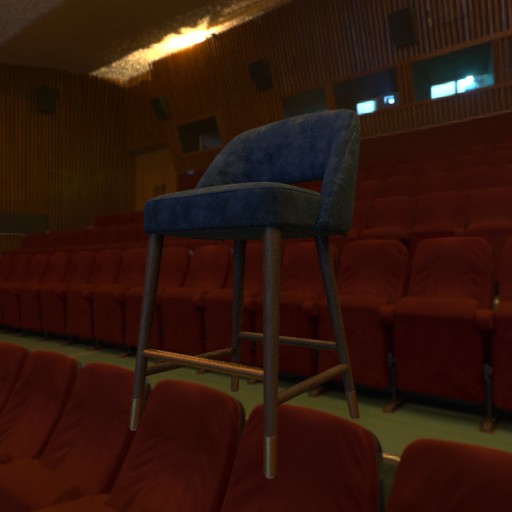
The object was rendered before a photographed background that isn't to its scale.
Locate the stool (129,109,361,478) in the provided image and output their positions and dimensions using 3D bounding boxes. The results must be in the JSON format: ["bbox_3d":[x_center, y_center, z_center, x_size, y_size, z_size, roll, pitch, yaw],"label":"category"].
[{"bbox_3d":[0.000,0.000,1.257,0.536,0.925,0.524,-1,-1,36],"label":"stool"}]
